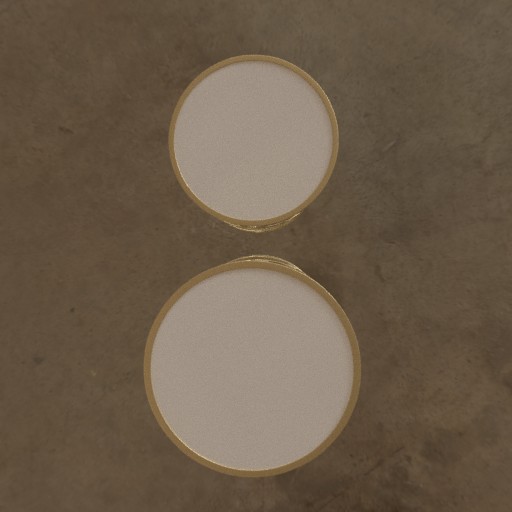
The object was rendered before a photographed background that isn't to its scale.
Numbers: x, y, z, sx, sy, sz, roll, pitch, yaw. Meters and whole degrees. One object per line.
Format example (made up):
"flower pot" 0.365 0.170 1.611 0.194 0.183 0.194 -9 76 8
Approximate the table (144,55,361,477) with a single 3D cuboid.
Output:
"table" 0.000 0.000 1.132 0.420 0.564 0.846 0 91 2
